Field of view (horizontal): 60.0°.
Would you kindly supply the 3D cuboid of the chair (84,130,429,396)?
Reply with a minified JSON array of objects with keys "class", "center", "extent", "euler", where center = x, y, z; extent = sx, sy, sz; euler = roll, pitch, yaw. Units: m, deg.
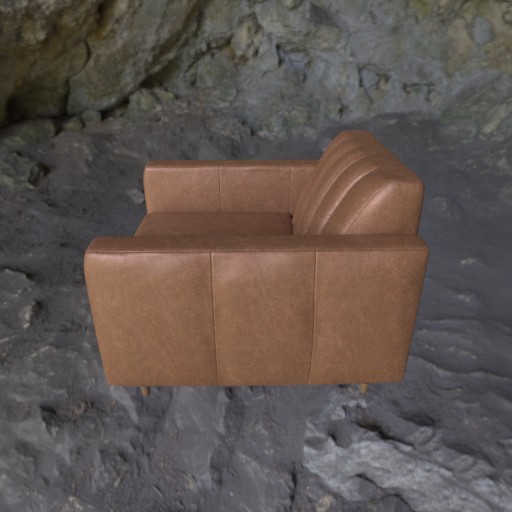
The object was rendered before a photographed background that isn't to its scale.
[{"class":"chair","center":[0.000,0.000,1.711],"extent":[0.998,0.819,0.953],"euler":[0,28,-1]}]
